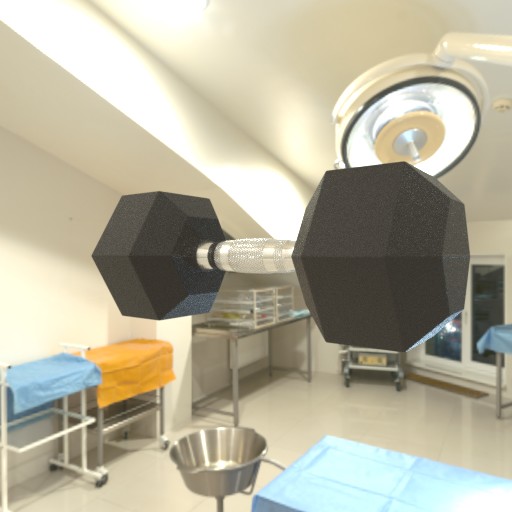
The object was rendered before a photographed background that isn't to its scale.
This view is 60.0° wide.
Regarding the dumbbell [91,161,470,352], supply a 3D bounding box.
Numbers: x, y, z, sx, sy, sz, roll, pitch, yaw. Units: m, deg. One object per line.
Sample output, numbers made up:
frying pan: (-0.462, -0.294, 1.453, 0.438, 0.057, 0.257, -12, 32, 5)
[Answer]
dumbbell: (0.000, 0.000, 0.398, 0.337, 0.123, 0.142, 0, 0, 36)
